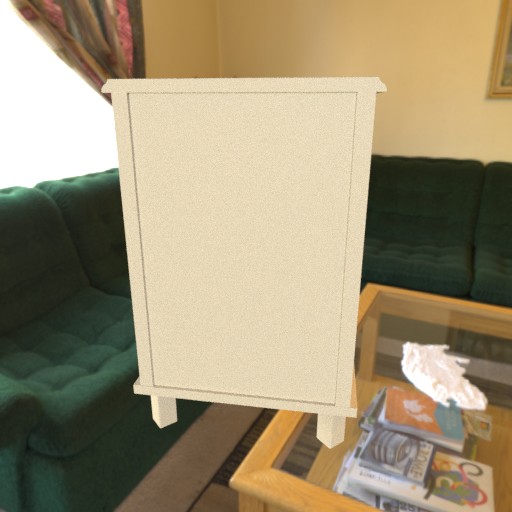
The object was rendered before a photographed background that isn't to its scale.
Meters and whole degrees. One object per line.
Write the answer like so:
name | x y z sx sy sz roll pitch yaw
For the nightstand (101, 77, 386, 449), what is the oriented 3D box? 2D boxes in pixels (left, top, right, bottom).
nightstand | 0.000 0.000 0.934 0.435 0.681 0.351 3 19 9
